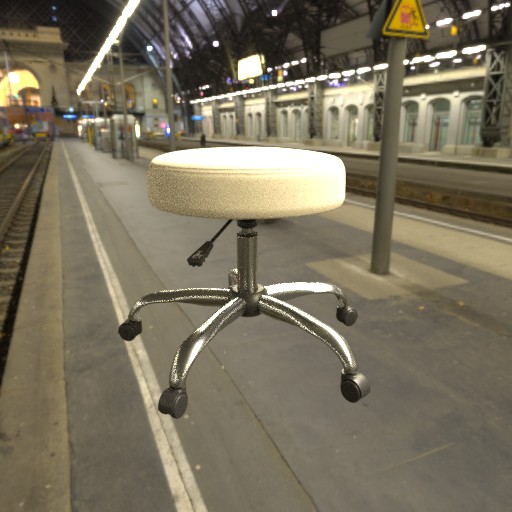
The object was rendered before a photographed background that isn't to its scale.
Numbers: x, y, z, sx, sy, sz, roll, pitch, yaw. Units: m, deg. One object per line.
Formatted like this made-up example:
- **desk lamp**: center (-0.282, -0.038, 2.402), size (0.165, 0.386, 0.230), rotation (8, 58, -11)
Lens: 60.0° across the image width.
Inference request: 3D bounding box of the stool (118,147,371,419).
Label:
- **stool**: center (0.000, 0.000, 1.018), size (0.634, 0.482, 0.614), rotation (-15, 22, -42)
